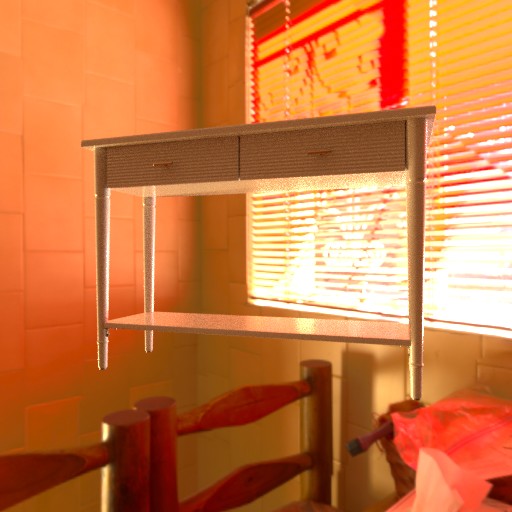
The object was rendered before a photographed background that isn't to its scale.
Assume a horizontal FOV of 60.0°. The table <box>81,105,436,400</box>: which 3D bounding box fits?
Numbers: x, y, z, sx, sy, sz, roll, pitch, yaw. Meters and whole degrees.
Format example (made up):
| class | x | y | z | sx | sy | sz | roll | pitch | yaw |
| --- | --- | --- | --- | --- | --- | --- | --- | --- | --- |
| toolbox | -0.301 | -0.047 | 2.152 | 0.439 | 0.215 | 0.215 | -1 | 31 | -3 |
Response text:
| class | x | y | z | sx | sy | sz | roll | pitch | yaw |
| --- | --- | --- | --- | --- | --- | --- | --- | --- | --- |
| table | 0.000 | 0.000 | 1.445 | 1.067 | 0.749 | 0.381 | 0 | 0 | 18 |
